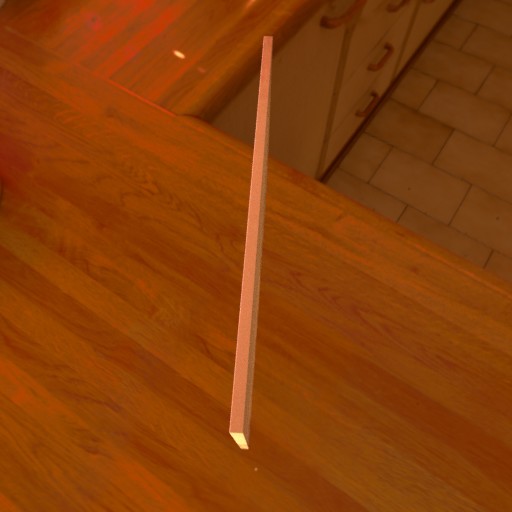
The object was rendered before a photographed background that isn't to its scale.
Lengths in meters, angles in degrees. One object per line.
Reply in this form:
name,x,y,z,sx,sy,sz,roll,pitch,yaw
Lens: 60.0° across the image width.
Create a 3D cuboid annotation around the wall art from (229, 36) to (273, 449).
wall art,0.000,0.000,1.950,0.038,1.012,1.525,3,64,2
